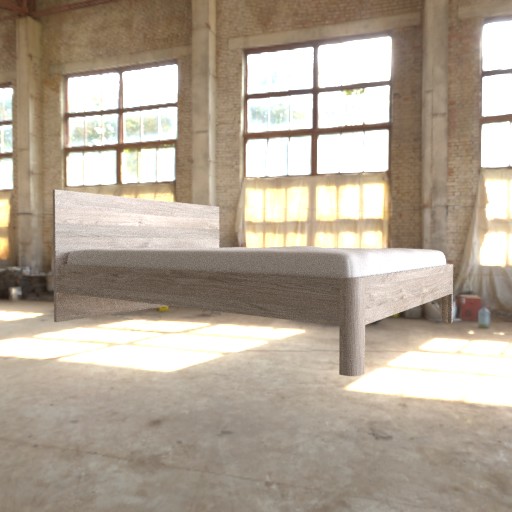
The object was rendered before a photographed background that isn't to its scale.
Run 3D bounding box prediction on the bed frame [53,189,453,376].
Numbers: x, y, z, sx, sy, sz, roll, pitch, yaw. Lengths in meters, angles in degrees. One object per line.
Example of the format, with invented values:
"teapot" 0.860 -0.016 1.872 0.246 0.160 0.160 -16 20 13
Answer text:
"bed frame" 0.000 0.000 2.702 1.950 0.800 1.490 1 2 37
